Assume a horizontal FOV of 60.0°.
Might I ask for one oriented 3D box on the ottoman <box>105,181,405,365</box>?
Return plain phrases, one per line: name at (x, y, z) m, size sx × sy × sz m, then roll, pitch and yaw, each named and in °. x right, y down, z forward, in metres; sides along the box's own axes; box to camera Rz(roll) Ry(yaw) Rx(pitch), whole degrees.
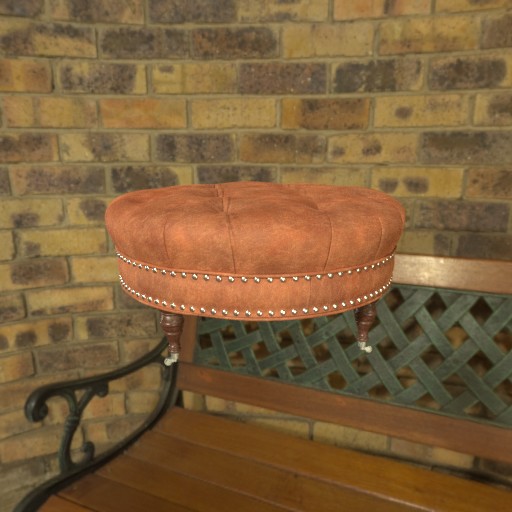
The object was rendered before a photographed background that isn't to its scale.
ottoman at (0.000, 0.000, 1.427) m, size 0.901 × 0.444 × 0.901 m, roll 0°, pitch 14°, yaw 0°
